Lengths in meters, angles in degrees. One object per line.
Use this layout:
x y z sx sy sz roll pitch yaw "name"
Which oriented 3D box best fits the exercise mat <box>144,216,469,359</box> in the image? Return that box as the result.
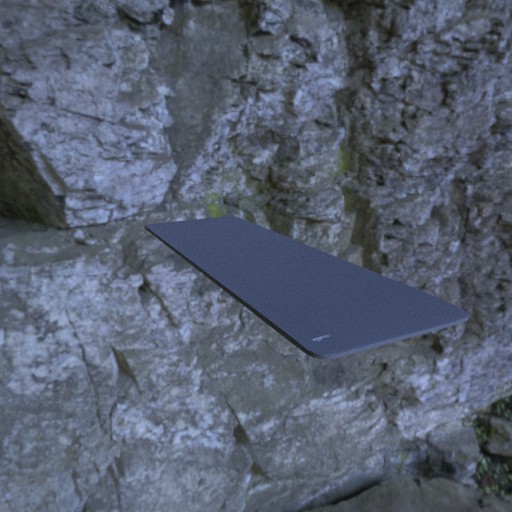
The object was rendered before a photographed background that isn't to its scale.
0.000 0.000 2.090 0.616 0.021 1.884 -8 18 -26 "exercise mat"
